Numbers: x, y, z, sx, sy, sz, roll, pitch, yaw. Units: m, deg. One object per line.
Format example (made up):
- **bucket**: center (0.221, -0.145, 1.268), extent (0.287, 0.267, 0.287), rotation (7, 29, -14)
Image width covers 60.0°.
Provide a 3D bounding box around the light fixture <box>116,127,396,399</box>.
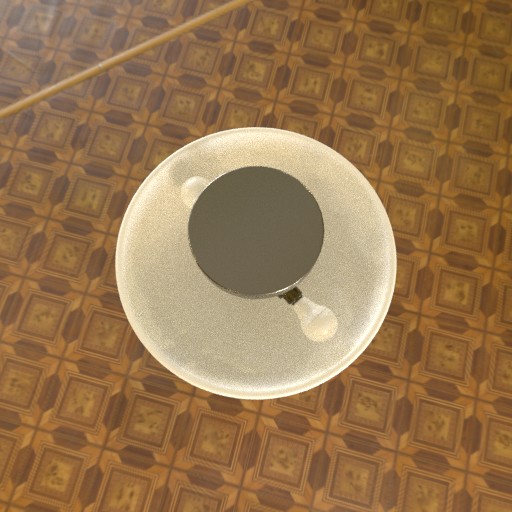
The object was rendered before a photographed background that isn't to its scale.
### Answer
- **light fixture**: center (0.000, 0.000, 0.537), extent (0.330, 0.214, 0.330), rotation (0, 75, 0)
